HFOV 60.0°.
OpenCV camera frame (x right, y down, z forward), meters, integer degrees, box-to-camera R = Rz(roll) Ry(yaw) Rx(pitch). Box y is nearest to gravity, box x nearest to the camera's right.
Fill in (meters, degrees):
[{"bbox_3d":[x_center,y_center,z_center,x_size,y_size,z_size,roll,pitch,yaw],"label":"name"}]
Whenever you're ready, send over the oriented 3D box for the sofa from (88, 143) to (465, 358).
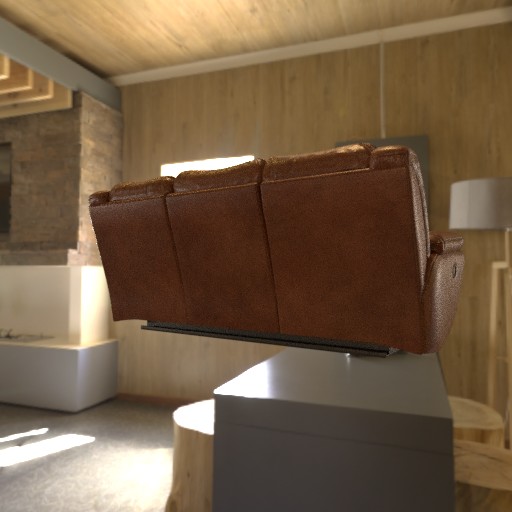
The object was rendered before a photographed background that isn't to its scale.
[{"bbox_3d":[0.000,0.000,2.864,2.337,1.043,0.991,-1,-2,35],"label":"sofa"}]
